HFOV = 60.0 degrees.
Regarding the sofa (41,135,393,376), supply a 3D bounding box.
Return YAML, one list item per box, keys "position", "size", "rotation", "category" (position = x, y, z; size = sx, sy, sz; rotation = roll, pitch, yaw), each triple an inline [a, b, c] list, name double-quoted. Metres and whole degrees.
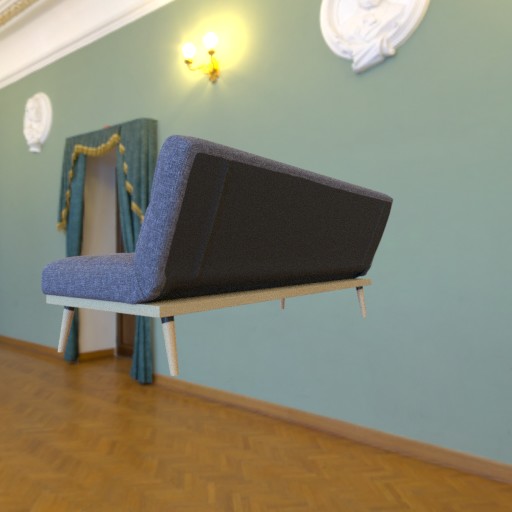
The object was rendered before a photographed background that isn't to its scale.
- position: [0.000, 0.000, 2.252]
  size: [0.820, 0.770, 1.820]
  rotation: [0, 1, 36]
  category: "sofa"
